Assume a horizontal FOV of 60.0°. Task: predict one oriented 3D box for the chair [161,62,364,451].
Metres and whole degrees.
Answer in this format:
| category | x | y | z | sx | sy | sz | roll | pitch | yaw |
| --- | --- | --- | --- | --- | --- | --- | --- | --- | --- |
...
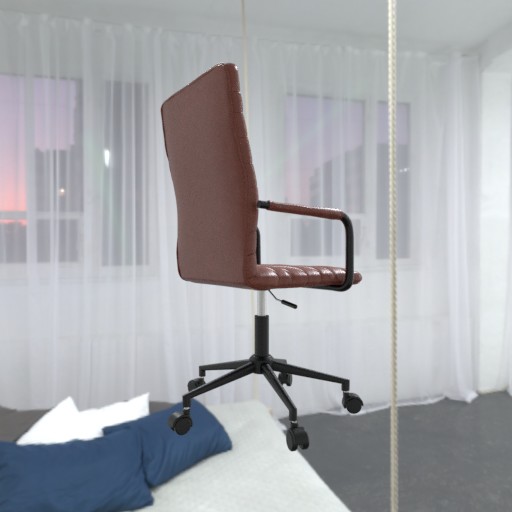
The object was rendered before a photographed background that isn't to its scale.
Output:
| category | x | y | z | sx | sy | sz | roll | pitch | yaw |
| --- | --- | --- | --- | --- | --- | --- | --- | --- | --- |
| chair | 0.000 | 0.000 | 1.378 | 0.580 | 0.979 | 0.608 | 0 | 1 | -35 |
